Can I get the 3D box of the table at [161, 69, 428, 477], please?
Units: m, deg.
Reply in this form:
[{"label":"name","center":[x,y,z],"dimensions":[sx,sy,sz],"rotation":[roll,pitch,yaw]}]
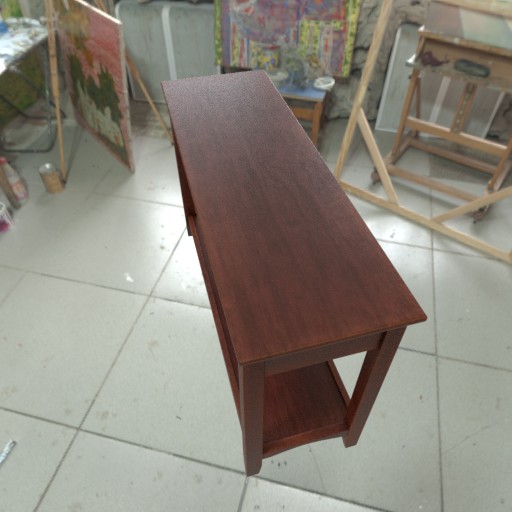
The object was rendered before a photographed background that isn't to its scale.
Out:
[{"label":"table","center":[0.000,0.000,1.513],"dimensions":[0.392,0.739,1.188],"rotation":[-11,47,-11]}]
